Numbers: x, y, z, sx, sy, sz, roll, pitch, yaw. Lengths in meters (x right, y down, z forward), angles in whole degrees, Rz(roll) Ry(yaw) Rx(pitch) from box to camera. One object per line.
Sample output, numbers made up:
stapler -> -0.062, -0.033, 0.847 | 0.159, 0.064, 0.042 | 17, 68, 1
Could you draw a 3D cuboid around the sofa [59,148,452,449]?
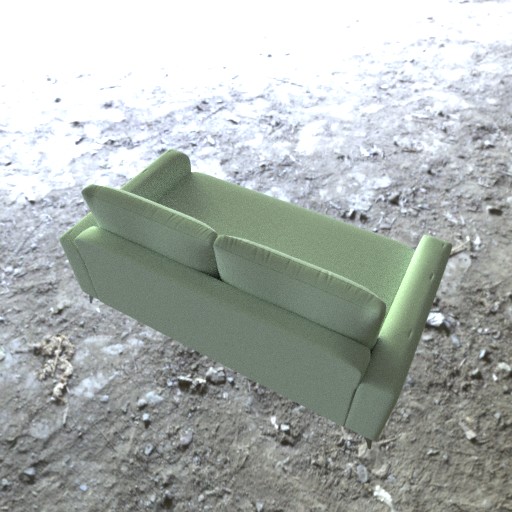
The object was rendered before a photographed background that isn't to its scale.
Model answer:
sofa -> 0.000, 0.000, 2.171 | 1.650, 0.790, 0.920 | 22, 50, 20
